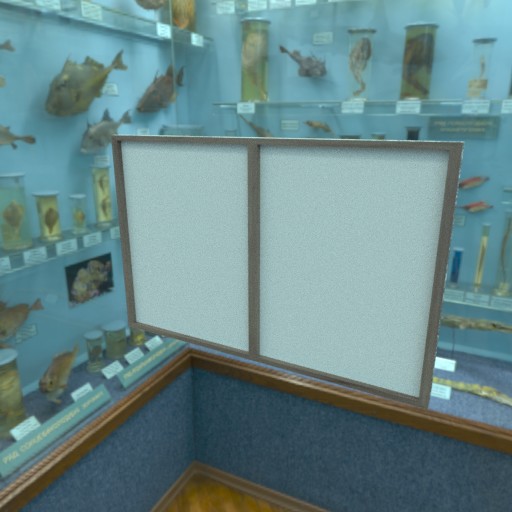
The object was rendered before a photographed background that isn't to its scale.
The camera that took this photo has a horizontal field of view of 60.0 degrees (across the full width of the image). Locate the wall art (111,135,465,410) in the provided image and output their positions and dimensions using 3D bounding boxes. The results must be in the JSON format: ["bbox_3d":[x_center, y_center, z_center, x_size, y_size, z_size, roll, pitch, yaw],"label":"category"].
[{"bbox_3d":[0.000,0.000,1.158,0.919,0.598,0.038,9,19,27],"label":"wall art"}]
